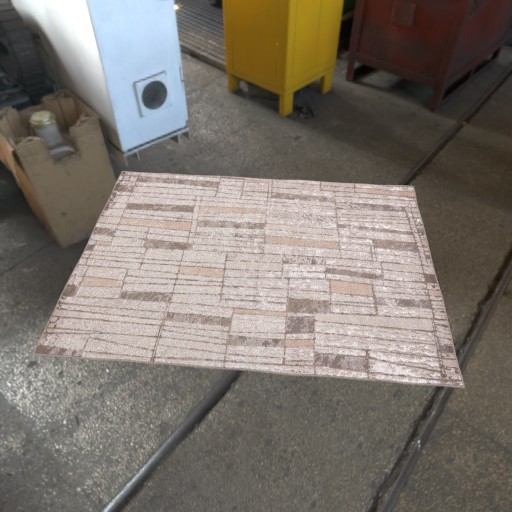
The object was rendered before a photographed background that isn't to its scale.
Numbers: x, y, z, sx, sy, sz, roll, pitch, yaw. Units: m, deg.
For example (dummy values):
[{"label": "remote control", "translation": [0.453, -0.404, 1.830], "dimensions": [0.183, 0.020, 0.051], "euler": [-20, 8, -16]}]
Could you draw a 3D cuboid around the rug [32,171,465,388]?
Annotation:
[{"label": "rug", "translation": [0.000, 0.000, 4.244], "dimensions": [3.357, 0.019, 2.449], "euler": [4, 47, 3]}]
